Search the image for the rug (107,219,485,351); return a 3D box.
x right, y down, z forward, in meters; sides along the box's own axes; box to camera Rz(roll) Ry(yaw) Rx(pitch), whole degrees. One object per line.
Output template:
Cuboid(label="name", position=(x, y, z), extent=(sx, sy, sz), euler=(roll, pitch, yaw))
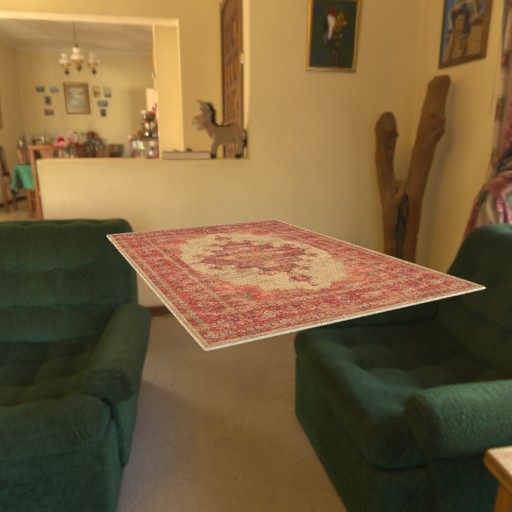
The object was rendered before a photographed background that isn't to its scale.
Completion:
Cuboid(label="rug", position=(0.000, 0.000, 2.923), extent=(1.555, 0.011, 2.232), euler=(-7, 17, -26))
